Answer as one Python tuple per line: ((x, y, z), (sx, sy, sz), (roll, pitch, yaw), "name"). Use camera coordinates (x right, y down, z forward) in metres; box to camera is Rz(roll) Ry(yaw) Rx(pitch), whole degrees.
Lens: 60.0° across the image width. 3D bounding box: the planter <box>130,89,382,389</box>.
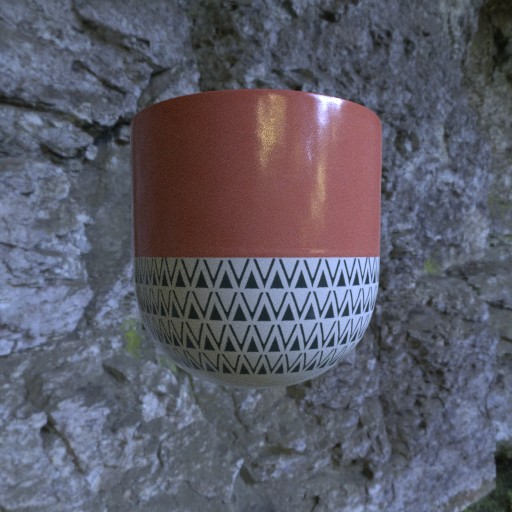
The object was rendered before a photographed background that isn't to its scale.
((0.000, 0.000, 0.488), (0.266, 0.270, 0.266), (0, 0, 0), "planter")
